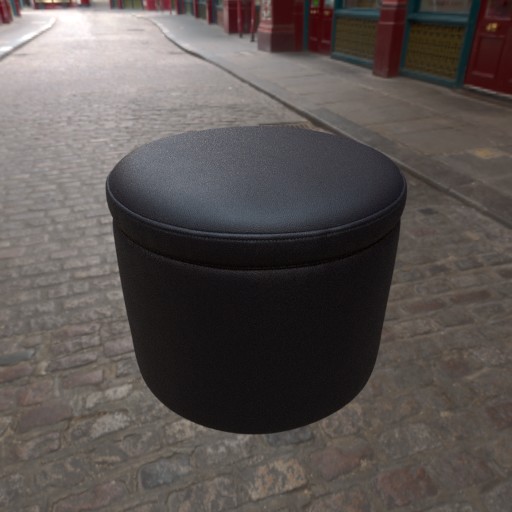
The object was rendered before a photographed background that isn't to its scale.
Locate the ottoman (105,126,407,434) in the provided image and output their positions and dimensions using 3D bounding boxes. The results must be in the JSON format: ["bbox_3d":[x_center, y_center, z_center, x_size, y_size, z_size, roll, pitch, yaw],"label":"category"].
[{"bbox_3d":[0.000,0.000,0.845,0.501,0.409,0.501,0,30,0],"label":"ottoman"}]
